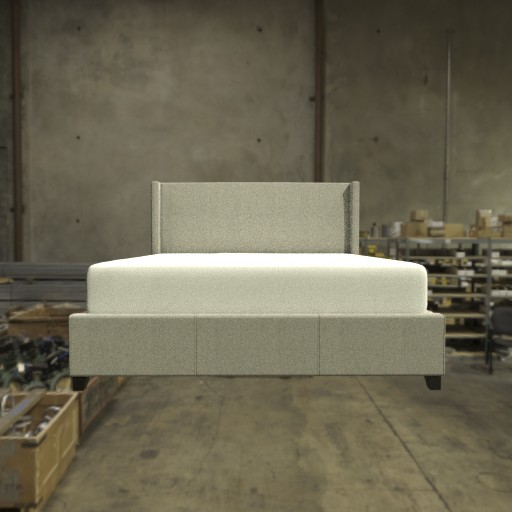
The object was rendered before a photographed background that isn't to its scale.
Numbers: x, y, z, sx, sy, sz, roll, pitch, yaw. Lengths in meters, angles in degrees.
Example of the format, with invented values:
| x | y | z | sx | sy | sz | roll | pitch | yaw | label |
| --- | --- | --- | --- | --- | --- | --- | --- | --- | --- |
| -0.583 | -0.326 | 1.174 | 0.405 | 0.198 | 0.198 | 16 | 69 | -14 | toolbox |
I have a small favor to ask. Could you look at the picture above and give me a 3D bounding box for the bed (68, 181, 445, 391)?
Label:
| x | y | z | sx | sy | sz | roll | pitch | yaw | label |
| --- | --- | --- | --- | --- | --- | --- | --- | --- | --- |
| 0.000 | 0.000 | 3.611 | 2.140 | 1.470 | 2.280 | 0 | 2 | 0 | bed |
